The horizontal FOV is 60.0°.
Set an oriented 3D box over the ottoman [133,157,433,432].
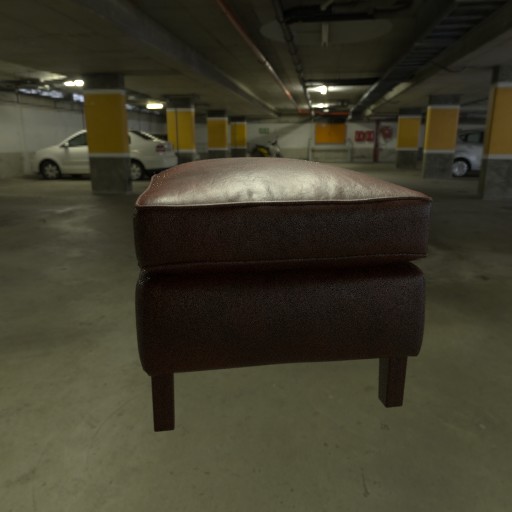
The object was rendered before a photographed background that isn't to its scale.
[{"bbox_3d":[0.000,0.000,0.997,0.501,0.432,0.665,-2,15,-9],"label":"ottoman"}]
